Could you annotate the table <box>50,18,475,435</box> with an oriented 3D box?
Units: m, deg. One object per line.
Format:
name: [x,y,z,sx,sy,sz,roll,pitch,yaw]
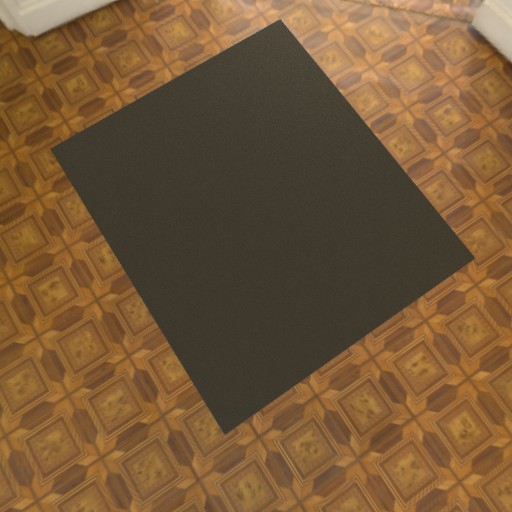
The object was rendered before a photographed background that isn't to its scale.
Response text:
table: [0.000,0.000,0.905,0.399,0.610,0.460,-33,78,-8]
